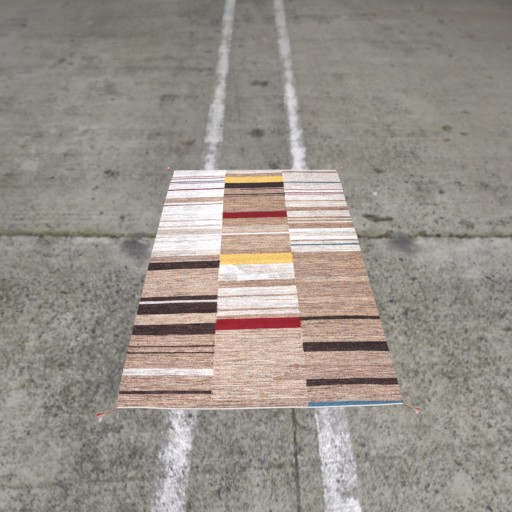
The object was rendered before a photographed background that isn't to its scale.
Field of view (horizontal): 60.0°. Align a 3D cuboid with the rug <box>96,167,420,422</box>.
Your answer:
[{"bbox_3d":[0.000,0.000,2.419,1.268,0.007,1.918,0,41,0],"label":"rug"}]
